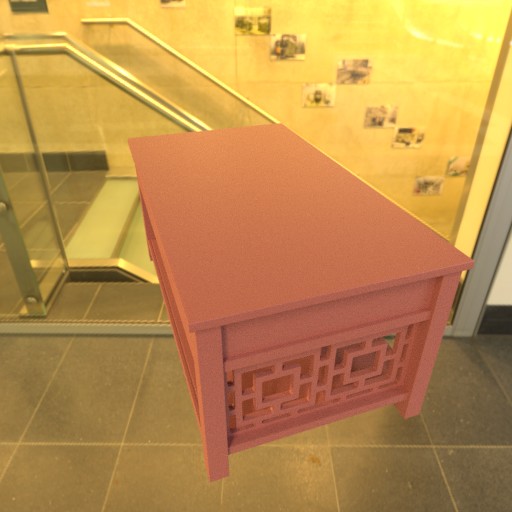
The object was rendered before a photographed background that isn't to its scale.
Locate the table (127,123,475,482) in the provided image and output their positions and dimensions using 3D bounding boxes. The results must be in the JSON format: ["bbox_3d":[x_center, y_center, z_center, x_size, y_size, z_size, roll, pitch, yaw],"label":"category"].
[{"bbox_3d":[0.000,0.000,1.390,0.612,0.493,1.068,-11,34,-16],"label":"table"}]
